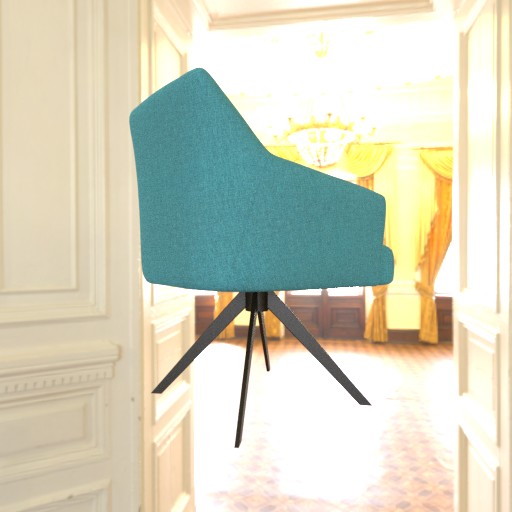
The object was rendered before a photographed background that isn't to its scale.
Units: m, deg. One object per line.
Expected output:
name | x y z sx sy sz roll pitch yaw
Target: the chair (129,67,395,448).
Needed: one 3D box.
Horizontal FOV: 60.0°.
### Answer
chair | 0.000 0.000 1.350 0.677 0.874 0.642 -1 1 -36
